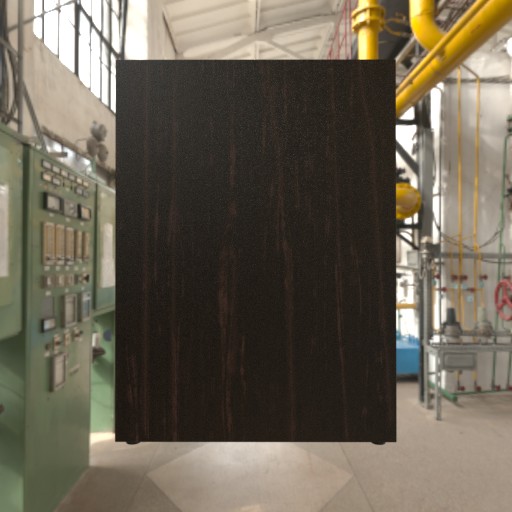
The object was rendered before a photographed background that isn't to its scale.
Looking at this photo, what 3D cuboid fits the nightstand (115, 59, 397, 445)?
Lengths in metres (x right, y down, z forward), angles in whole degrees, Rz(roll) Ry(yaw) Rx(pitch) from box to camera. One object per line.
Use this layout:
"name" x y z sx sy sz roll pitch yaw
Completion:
"nightstand" 0.000 0.000 0.808 0.400 0.559 0.356 0 0 0
